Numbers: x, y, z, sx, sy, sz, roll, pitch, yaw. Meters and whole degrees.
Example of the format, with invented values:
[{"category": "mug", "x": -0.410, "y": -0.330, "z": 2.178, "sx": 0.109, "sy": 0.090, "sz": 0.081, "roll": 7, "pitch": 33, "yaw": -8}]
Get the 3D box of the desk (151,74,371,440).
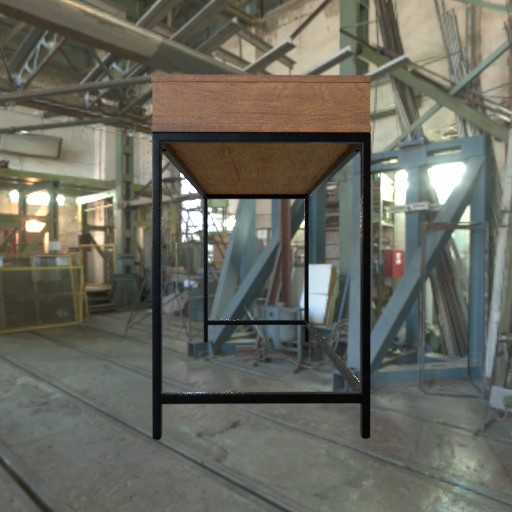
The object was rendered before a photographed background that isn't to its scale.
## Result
[{"category": "desk", "x": 0.000, "y": 0.000, "z": 1.431, "sx": 0.470, "sy": 0.762, "sz": 1.016, "roll": 0, "pitch": 1, "yaw": -1}]
